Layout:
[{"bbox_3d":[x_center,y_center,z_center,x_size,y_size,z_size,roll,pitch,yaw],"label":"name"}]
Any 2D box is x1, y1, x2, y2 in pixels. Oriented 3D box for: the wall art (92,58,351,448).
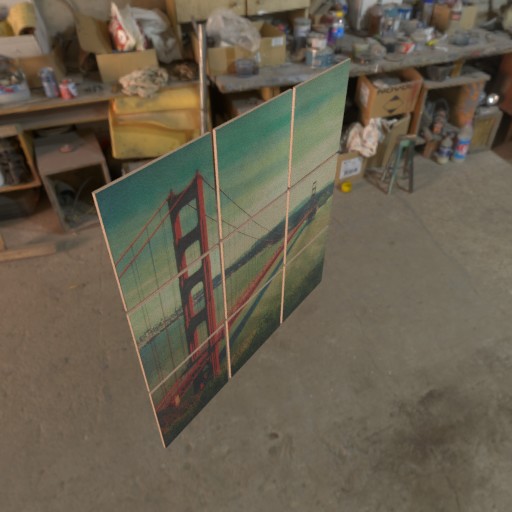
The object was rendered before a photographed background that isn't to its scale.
[{"bbox_3d":[0.000,0.000,2.199,0.014,1.507,1.519,26,47,27],"label":"wall art"}]
